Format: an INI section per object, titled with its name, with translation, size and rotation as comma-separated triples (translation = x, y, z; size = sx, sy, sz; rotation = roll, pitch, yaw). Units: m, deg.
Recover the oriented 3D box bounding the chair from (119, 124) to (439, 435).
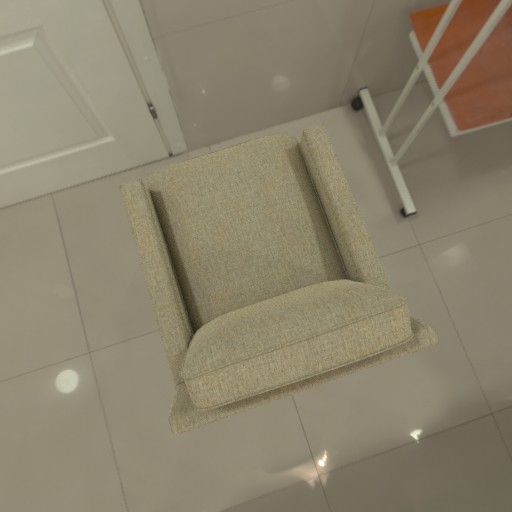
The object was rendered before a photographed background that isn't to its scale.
[chair]
translation = 0.000, 0.000, 1.741
size = 0.853, 0.943, 1.014
rotation = -18, 77, -4
